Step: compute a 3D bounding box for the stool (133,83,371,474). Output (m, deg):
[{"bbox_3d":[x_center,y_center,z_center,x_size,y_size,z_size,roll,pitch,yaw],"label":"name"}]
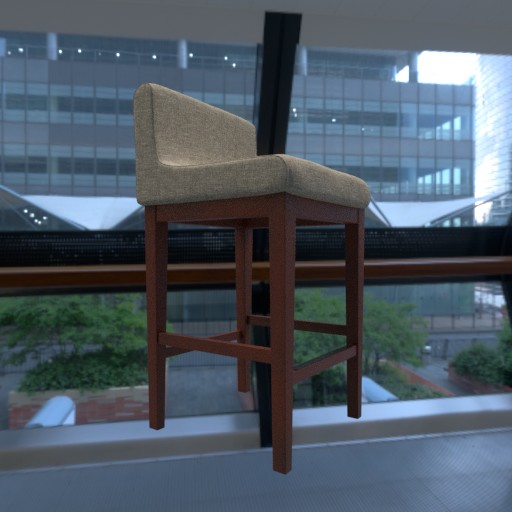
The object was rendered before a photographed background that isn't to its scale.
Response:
[{"bbox_3d":[0.000,0.000,1.115,0.459,0.835,0.417,0,1,36],"label":"stool"}]
